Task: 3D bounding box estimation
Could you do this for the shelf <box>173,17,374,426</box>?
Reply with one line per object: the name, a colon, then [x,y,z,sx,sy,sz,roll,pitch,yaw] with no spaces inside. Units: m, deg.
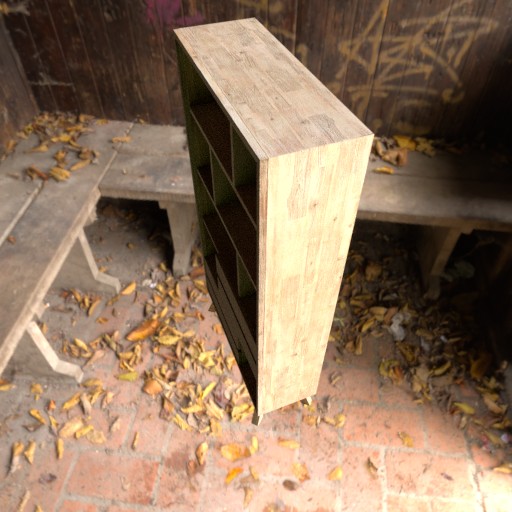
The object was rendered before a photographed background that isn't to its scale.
shelf: [0.000,0.000,1.743,0.308,1.471,0.748,-16,50,-14]
